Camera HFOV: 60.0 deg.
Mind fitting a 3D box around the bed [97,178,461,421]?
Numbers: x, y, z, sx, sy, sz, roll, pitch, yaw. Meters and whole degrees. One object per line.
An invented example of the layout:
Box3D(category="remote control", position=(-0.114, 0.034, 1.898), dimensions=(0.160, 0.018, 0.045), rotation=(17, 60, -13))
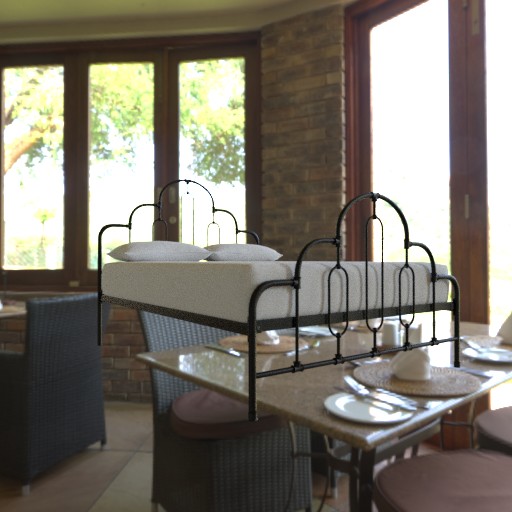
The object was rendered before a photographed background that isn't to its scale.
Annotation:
Box3D(category="bed", position=(0.000, 0.000, 3.206), dimensions=(1.626, 1.444, 2.181), rotation=(1, -1, -36))
